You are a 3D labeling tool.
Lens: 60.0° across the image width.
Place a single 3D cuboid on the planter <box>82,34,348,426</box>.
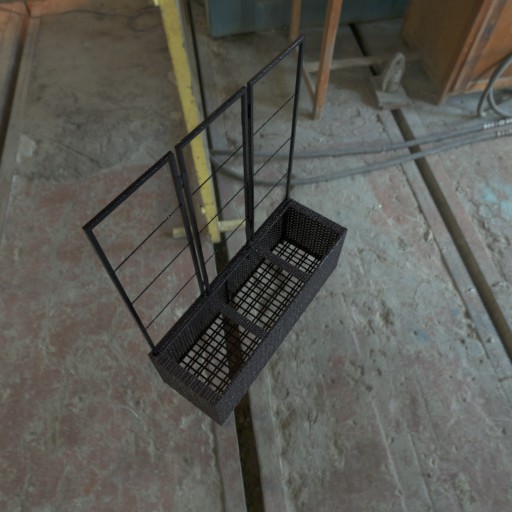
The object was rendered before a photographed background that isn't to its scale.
[{"bbox_3d":[0.000,0.000,1.188,0.244,0.841,0.699,31,63,18],"label":"planter"}]
